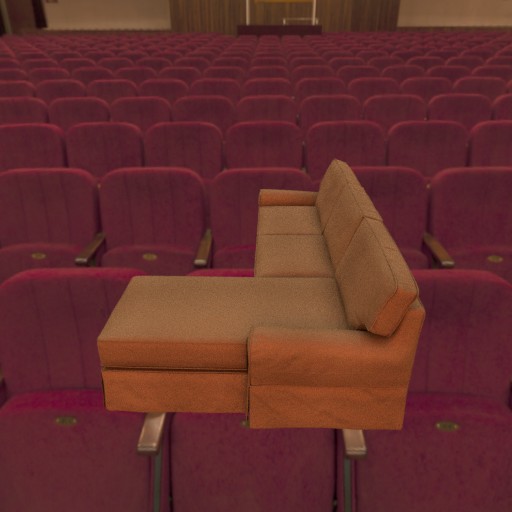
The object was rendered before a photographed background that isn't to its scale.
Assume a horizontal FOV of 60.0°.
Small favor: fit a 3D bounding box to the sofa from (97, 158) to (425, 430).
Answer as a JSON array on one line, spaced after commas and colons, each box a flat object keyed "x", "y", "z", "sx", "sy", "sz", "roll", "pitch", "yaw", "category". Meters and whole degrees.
[{"x": 0.000, "y": 0.000, "z": 3.364, "sx": 1.733, "sy": 0.978, "sz": 2.475, "roll": 1, "pitch": 26, "yaw": 2, "category": "sofa"}]
